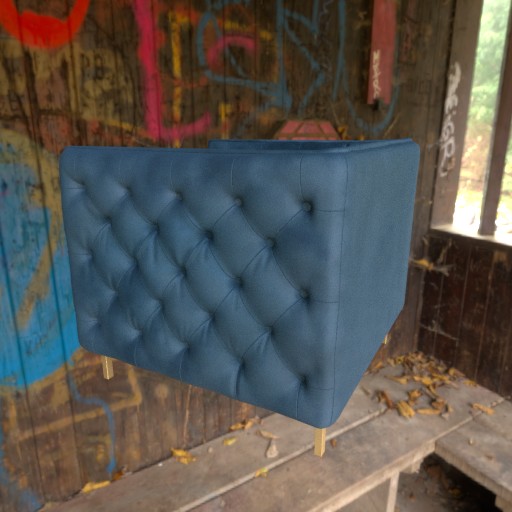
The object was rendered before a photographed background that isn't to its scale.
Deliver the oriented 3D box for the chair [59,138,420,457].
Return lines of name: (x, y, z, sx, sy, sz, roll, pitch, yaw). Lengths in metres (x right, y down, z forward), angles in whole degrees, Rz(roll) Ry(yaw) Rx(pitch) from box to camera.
chair: (0.000, 0.000, 1.503, 0.877, 0.771, 0.868, 9, 19, 27)
